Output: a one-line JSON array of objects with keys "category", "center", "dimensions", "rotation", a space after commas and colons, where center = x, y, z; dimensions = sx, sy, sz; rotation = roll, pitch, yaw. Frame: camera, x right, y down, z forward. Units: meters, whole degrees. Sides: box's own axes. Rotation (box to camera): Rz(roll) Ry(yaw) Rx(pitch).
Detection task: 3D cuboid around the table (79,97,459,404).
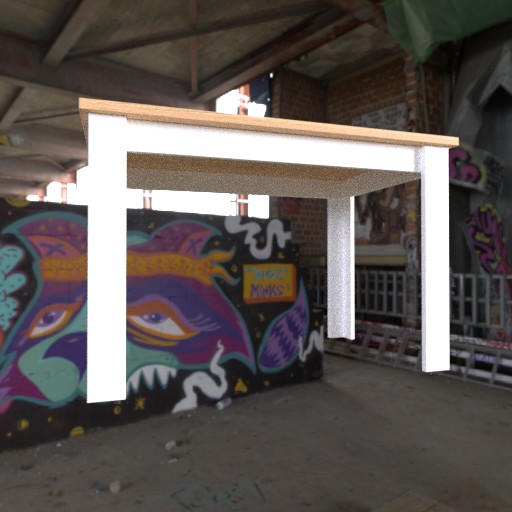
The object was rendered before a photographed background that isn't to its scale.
[{"category": "table", "center": [0.000, 0.000, 1.539], "dimensions": [1.100, 0.734, 0.700], "rotation": [0, -1, -18]}]
